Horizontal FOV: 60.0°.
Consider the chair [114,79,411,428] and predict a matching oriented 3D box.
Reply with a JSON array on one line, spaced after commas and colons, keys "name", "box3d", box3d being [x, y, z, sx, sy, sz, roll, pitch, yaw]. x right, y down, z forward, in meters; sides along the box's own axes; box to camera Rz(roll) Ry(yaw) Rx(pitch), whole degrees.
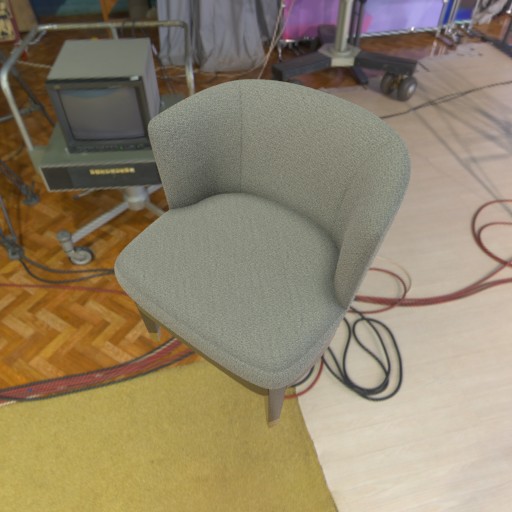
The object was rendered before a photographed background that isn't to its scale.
[{"name": "chair", "box3d": [0.000, 0.000, 1.314, 0.700, 0.760, 0.660, 29, 54, 24]}]
